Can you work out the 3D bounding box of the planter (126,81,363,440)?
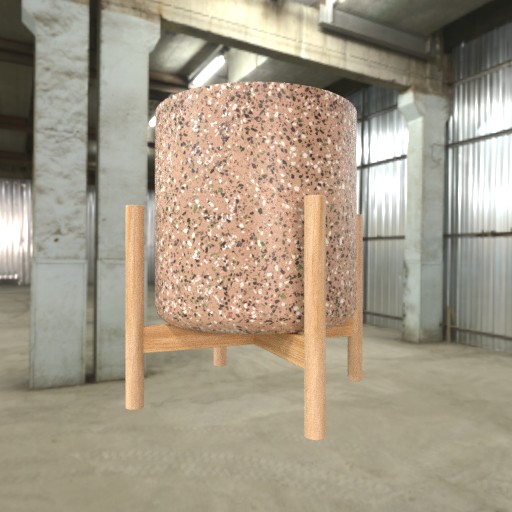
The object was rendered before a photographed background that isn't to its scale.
[{"bbox_3d":[0.000,0.000,0.683,0.360,0.419,0.360,0,0,0],"label":"planter"}]
